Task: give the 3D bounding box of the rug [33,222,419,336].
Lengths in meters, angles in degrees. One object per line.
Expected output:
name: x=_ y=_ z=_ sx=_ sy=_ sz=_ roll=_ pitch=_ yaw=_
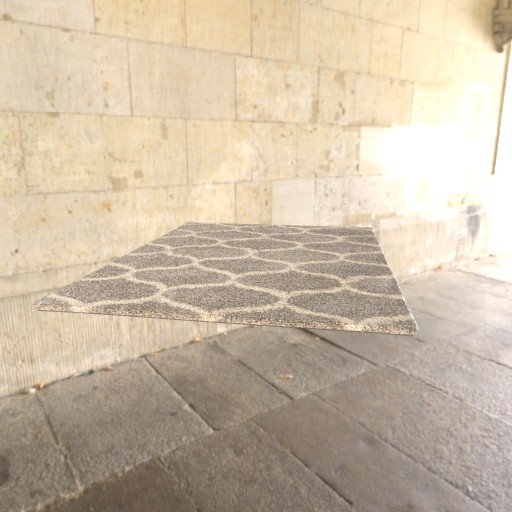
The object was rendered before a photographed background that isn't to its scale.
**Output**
rug: x=0.000 y=0.000 z=2.094 sx=1.200 sy=0.025 sz=1.600 roll=2 pitch=14 yaw=9
